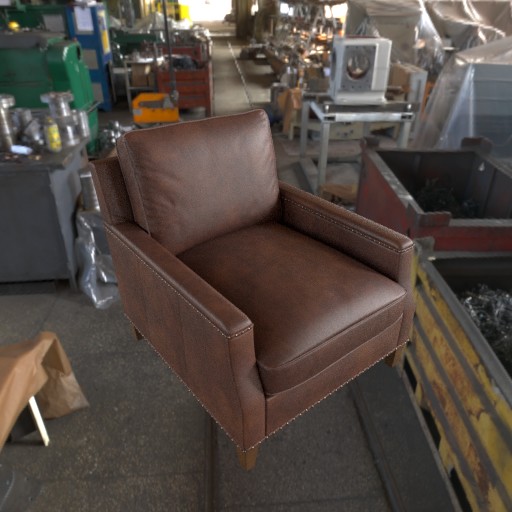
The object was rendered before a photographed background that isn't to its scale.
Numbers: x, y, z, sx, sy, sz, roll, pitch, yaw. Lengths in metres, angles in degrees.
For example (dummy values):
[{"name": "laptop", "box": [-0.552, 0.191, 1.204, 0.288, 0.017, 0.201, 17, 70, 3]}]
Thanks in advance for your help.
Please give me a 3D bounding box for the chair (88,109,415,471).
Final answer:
[{"name": "chair", "box": [0.000, 0.000, 1.741, 0.853, 0.929, 1.014, -22, 37, -32]}]
